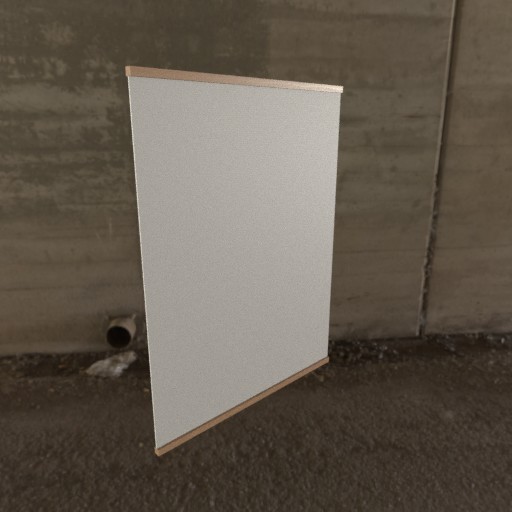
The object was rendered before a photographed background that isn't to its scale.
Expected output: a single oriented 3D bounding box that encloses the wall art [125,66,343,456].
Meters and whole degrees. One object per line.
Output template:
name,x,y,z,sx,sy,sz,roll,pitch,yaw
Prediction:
wall art,0.000,0.000,0.814,0.459,0.608,0.012,-15,22,-41
